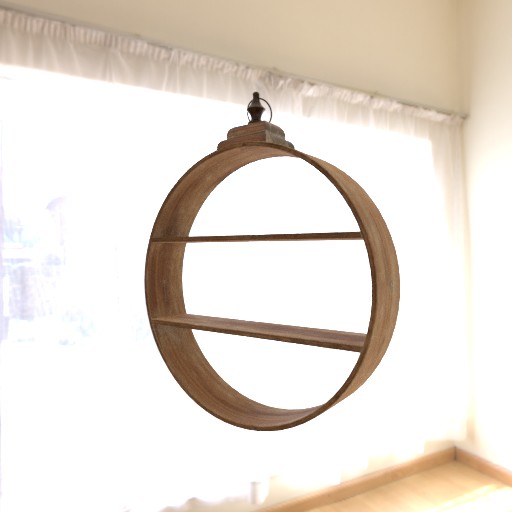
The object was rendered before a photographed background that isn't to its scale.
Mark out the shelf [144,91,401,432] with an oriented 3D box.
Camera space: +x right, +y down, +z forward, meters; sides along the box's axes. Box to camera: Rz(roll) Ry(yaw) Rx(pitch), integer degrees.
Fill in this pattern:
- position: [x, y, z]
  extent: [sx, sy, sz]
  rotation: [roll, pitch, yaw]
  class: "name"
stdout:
- position: [0.000, 0.000, 0.983]
  extent: [0.601, 0.725, 0.125]
  rotation: [0, 1, 36]
  class: "shelf"
